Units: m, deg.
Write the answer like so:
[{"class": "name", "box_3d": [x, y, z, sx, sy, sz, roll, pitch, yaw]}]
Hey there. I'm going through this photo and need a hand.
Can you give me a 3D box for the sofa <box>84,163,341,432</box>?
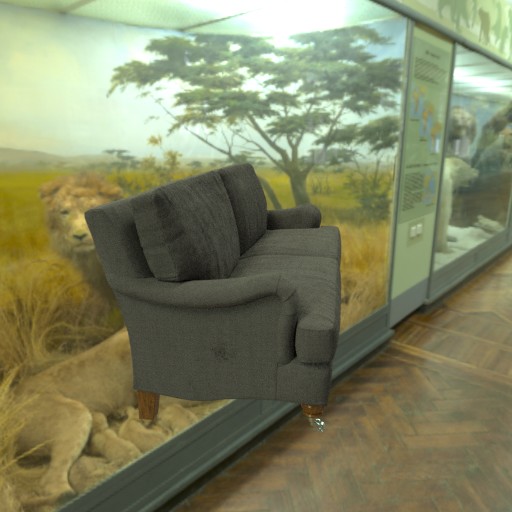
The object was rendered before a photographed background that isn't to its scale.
[{"class": "sofa", "box_3d": [0.000, 0.000, 2.854, 1.086, 1.087, 2.165, 3, 15, 10]}]
